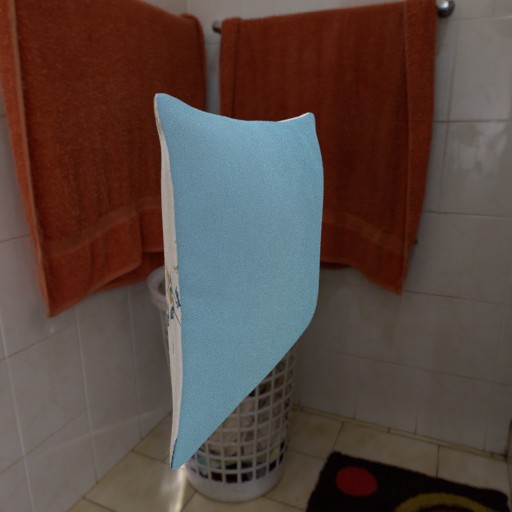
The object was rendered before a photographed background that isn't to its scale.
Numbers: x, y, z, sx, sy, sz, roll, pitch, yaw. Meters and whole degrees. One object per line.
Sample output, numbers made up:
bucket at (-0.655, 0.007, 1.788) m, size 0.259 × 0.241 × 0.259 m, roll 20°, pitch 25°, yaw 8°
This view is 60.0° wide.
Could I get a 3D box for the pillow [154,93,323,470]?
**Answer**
pillow at (0.000, 0.000, 0.788) m, size 0.166 × 0.507 × 0.526 m, roll 7°, pitch 17°, yaw 25°
